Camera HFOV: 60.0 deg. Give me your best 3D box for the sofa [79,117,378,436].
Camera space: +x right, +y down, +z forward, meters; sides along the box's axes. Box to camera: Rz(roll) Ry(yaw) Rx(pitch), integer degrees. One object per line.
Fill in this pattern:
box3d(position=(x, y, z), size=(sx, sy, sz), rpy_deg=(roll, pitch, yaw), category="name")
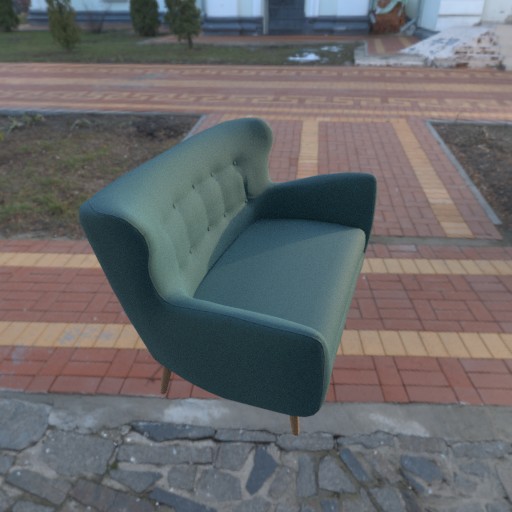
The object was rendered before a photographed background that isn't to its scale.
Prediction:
box3d(position=(0.000, 0.000, 1.945), size=(0.889, 0.889, 1.397), rpy_deg=(10, 32, 17), category="sofa")
